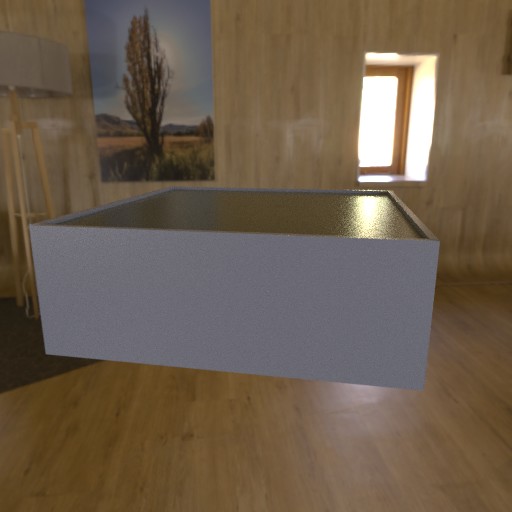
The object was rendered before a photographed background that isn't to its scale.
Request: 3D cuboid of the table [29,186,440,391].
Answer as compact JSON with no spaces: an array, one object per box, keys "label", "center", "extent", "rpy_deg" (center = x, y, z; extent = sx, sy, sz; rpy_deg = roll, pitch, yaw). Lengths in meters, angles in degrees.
[{"label":"table","center":[0.000,0.000,1.258],"extent":[0.801,0.299,0.801],"rpy_deg":[3,15,10]}]
